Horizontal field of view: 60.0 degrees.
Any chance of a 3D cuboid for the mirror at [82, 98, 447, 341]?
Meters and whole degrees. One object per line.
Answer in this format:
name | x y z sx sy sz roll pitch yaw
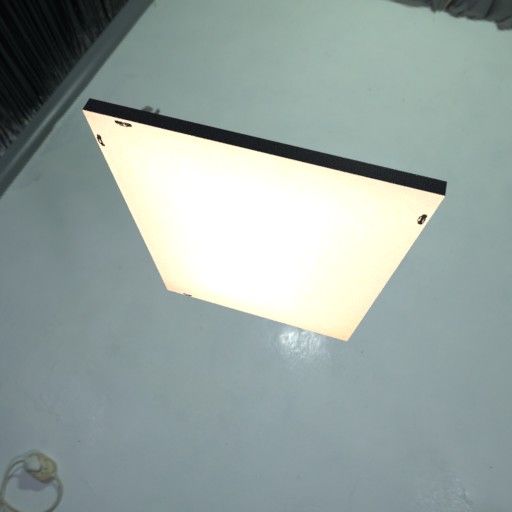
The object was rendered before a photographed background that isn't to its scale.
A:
mirror | 0.000 0.000 1.354 0.762 1.016 0.040 15 65 7
